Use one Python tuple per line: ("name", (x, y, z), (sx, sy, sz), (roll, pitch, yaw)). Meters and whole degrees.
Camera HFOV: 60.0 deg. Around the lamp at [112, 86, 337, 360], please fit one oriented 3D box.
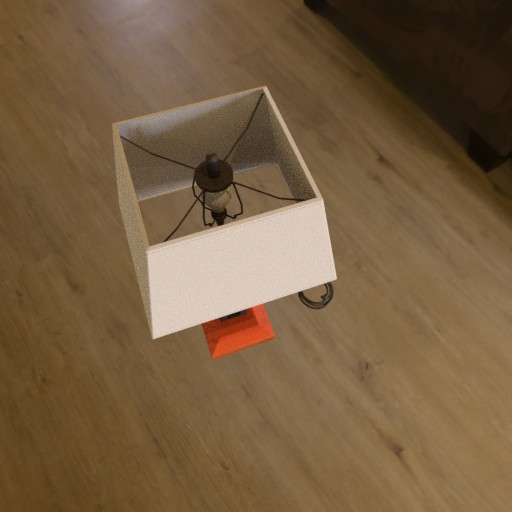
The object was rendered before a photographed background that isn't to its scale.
("lamp", (0.000, 0.000, 0.995), (0.498, 0.737, 0.310), (-17, 64, -8))
